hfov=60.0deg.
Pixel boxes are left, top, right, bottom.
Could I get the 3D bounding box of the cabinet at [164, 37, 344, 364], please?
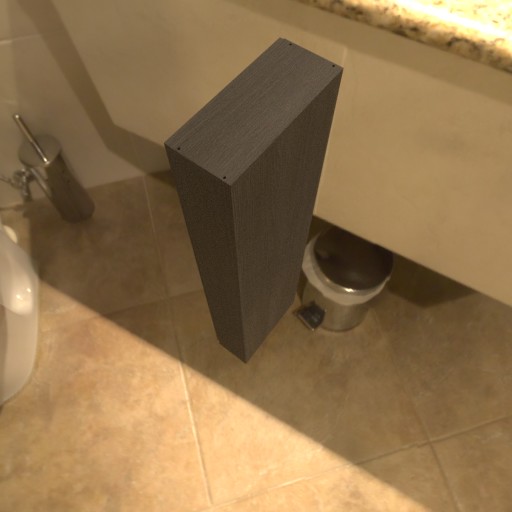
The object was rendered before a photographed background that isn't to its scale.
[{"bbox_3d":[0.000,0.000,1.966,0.230,1.790,0.500,34,68,16],"label":"cabinet"}]
